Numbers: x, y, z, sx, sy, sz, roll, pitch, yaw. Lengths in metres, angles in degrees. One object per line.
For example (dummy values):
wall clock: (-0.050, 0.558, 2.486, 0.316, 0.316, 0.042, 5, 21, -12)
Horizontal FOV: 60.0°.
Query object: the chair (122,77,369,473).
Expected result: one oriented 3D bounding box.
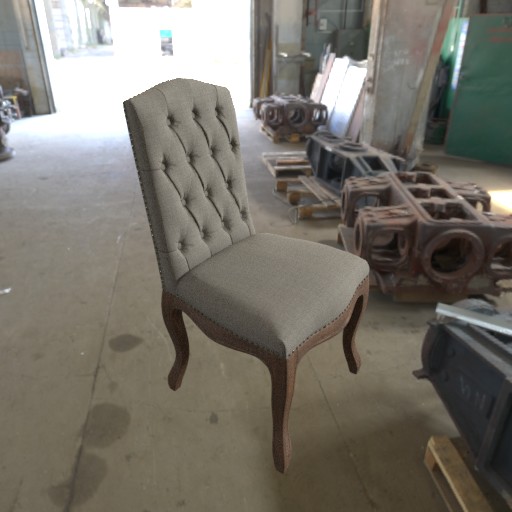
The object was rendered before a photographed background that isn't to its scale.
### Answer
chair: (0.000, 0.000, 1.624, 0.731, 1.191, 0.637, 17, 31, 31)
